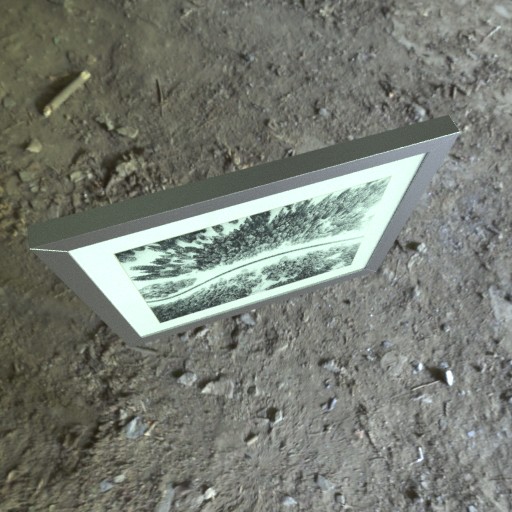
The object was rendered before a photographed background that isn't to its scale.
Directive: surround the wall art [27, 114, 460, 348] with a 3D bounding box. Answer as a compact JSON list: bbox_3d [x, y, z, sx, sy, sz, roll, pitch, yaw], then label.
[{"bbox_3d":[0.000,0.000,0.758,0.557,0.456,0.032,-16,65,-8],"label":"wall art"}]
